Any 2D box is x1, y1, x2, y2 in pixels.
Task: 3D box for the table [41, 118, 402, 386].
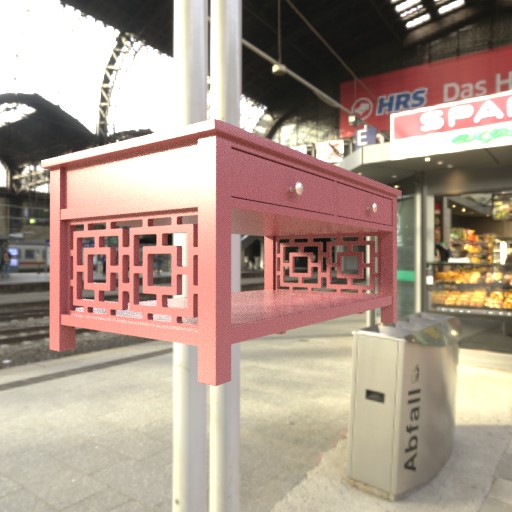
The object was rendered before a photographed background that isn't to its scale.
[{"bbox_3d":[0.000,0.000,1.409,0.612,0.493,1.068,0,-1,36],"label":"table"}]
